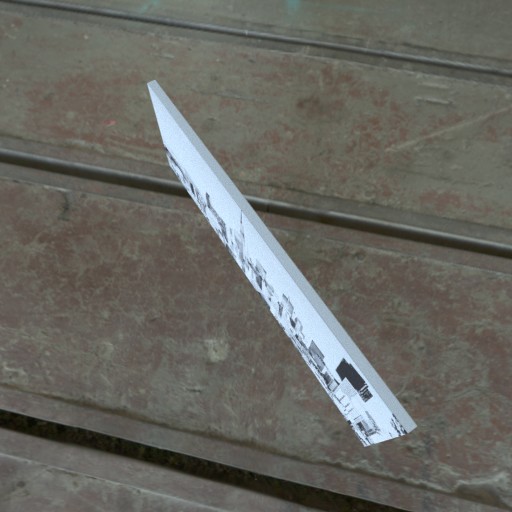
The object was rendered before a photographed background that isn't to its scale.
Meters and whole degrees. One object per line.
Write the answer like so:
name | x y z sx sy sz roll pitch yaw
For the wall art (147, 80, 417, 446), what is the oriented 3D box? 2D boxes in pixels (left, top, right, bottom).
wall art | 0.000 0.000 1.678 0.039 0.507 1.520 -30 67 -14
